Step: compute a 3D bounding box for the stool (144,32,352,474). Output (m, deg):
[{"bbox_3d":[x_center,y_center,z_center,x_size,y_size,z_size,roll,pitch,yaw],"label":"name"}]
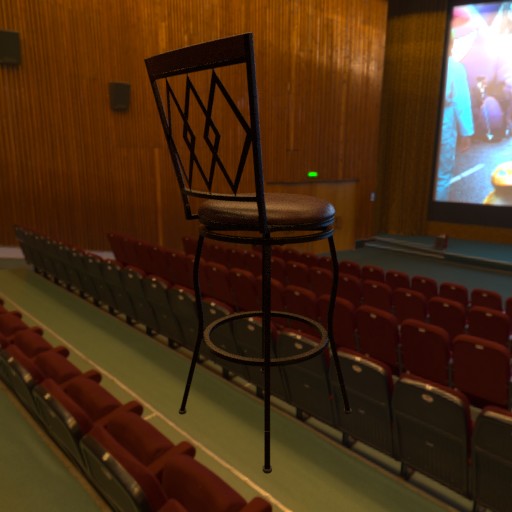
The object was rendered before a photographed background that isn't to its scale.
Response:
[{"bbox_3d":[0.000,0.000,1.375,0.432,1.134,0.521,13,19,43],"label":"stool"}]
